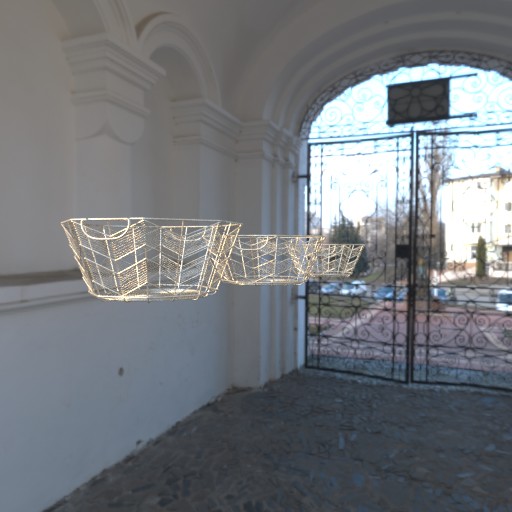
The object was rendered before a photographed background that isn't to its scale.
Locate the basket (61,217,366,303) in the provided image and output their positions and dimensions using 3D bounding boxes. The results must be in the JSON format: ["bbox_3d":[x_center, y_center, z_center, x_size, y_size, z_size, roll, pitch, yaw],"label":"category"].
[{"bbox_3d":[0.000,0.000,1.401,0.432,0.178,1.246,1,2,37],"label":"basket"}]
